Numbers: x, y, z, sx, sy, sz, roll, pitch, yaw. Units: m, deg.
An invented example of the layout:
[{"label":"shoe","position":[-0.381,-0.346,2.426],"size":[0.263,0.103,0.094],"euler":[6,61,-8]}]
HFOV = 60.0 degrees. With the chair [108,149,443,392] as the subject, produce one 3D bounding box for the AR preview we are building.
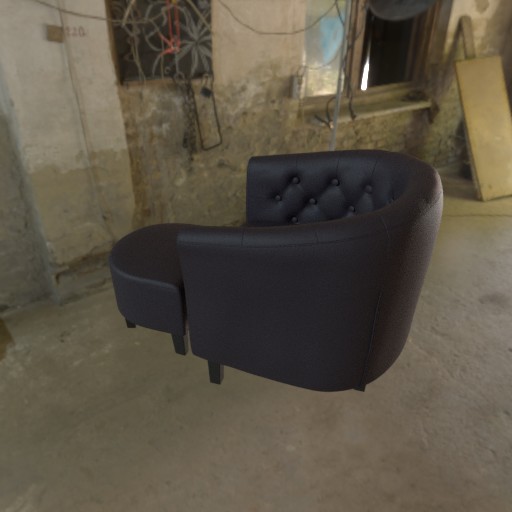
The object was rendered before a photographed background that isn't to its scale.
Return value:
[{"label":"chair","position":[0.000,0.000,1.649],"size":[1.191,0.760,0.763],"euler":[9,32,15]}]
